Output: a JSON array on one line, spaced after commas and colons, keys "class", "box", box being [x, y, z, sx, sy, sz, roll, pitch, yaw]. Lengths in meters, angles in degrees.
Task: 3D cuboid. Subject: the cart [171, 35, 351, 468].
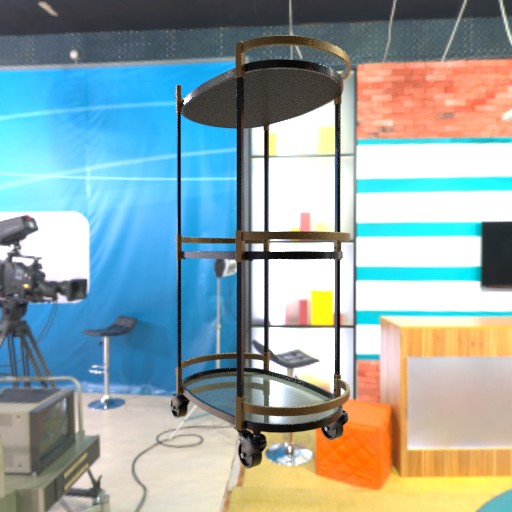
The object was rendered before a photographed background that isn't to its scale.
[{"class": "cart", "box": [0.000, 0.000, 1.124, 0.311, 0.885, 0.515, 0, 1, -35]}]
